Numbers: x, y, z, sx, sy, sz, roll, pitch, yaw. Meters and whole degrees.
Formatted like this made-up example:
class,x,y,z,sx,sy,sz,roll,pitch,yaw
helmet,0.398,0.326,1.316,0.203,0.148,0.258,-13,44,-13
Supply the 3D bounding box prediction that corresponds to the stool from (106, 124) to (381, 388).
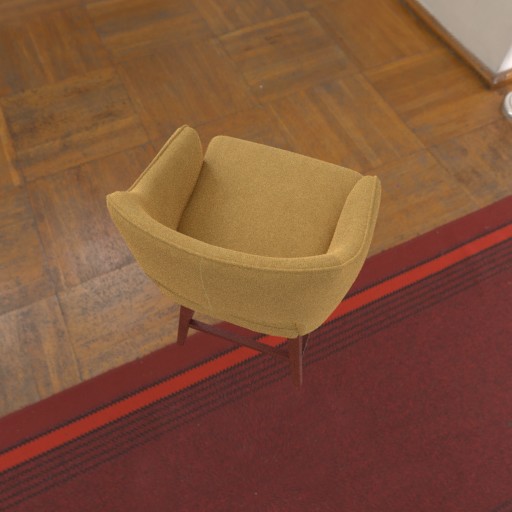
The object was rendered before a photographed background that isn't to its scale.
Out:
class,x,y,z,sx,sy,sz,roll,pitch,yaw
stool,0.000,0.000,1.241,0.548,0.924,0.558,17,63,9
